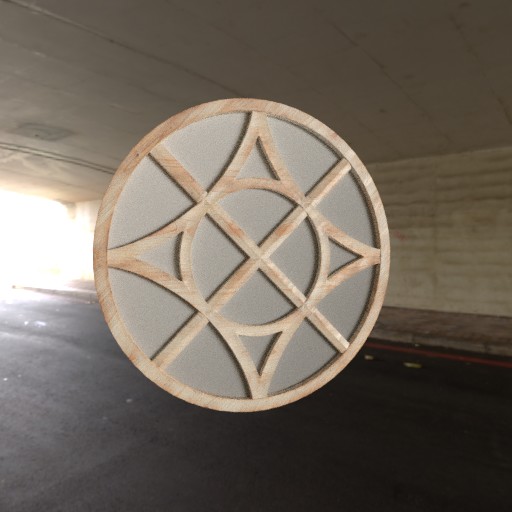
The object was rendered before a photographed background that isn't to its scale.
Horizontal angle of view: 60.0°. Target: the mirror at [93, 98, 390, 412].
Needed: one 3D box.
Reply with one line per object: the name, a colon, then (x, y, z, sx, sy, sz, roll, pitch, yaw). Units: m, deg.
mirror: (0.000, 0.000, 1.028, 0.710, 0.710, 0.038, 0, 1, -19)
